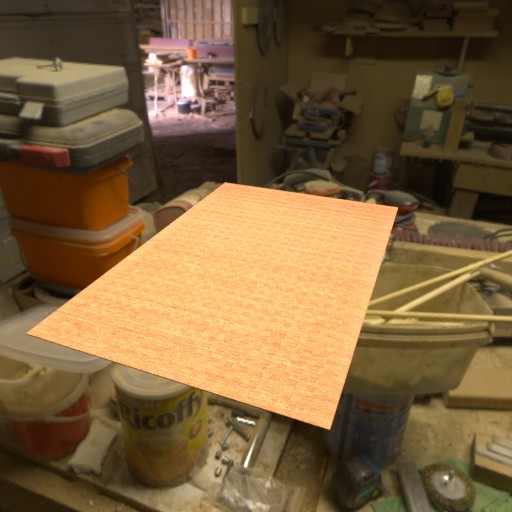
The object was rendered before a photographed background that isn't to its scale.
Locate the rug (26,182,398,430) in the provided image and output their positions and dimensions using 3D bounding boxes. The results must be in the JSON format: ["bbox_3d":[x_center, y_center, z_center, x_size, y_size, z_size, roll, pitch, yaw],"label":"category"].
[{"bbox_3d":[0.000,0.000,2.859,1.524,0.006,2.285,11,31,19],"label":"rug"}]
